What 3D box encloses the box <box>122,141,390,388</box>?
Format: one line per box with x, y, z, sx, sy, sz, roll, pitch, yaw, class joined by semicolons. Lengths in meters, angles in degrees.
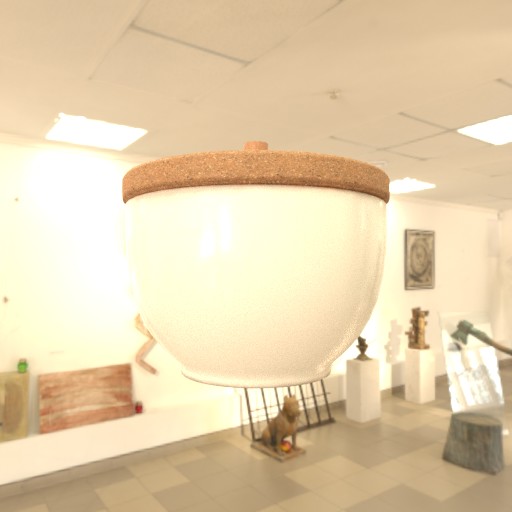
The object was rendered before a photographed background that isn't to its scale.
0.000;0.000;0.185;0.107;0.094;0.107;0;-2;0;box
